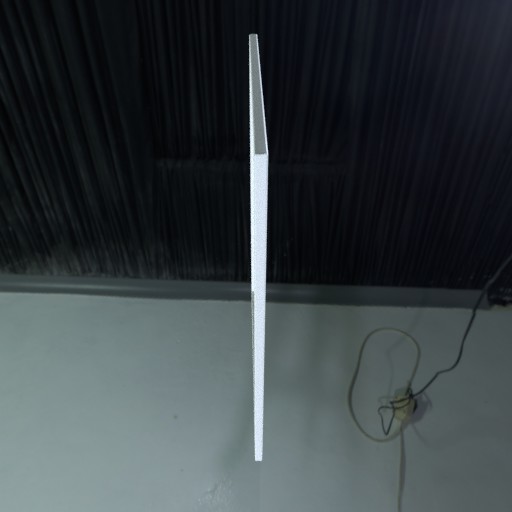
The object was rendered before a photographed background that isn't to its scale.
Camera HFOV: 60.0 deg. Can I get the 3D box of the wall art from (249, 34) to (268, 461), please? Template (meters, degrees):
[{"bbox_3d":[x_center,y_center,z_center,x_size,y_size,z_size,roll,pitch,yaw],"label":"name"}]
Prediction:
[{"bbox_3d":[0.000,0.000,0.671,0.012,0.529,0.374,-1,40,-1],"label":"wall art"}]
